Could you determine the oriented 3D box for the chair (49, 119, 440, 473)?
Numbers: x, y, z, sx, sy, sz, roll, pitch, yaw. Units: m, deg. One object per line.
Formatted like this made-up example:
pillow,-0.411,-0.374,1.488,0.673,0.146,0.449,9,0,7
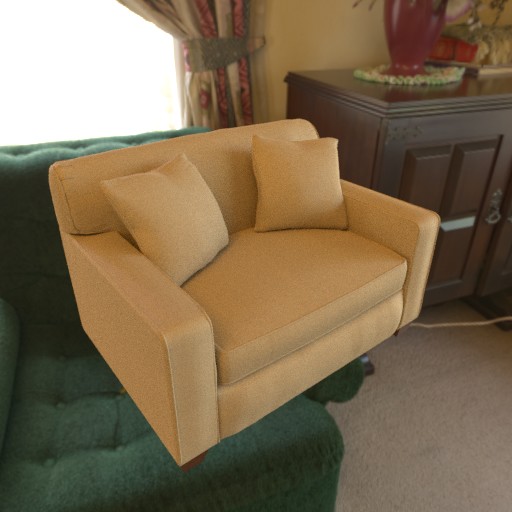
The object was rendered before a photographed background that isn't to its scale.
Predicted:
chair,0.000,0.000,1.991,1.383,0.948,1.000,-21,35,-32
